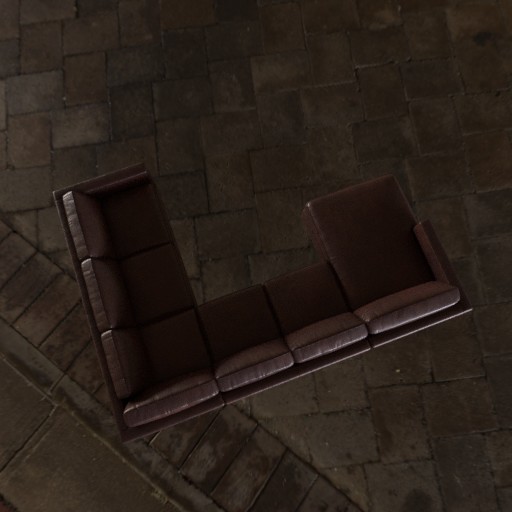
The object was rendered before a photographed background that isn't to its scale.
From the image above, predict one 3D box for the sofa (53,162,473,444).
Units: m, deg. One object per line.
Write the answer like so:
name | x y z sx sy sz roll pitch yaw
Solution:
sofa | 0.000 0.000 4.444 3.324 0.891 2.452 -20 77 -5
